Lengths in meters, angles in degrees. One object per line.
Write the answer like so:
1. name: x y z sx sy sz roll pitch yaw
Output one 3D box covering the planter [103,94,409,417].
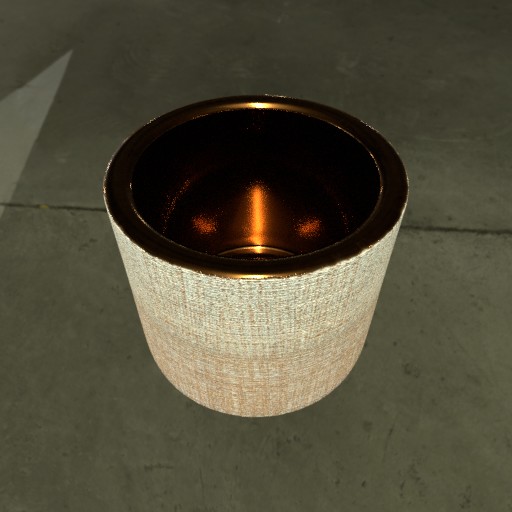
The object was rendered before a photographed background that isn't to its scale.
1. planter: 0.000 0.000 0.315 0.177 0.157 0.177 0 47 0
